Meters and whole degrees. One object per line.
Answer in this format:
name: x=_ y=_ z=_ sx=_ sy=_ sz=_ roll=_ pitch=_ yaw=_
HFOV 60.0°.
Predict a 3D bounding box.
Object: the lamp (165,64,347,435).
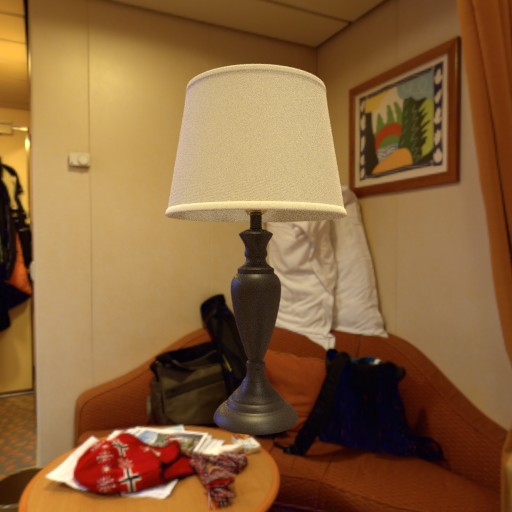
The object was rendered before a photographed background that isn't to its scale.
lamp: x=0.000 y=0.000 z=0.832 sx=0.335 sy=0.611 sz=0.335 roll=0 pitch=1 yaw=0
